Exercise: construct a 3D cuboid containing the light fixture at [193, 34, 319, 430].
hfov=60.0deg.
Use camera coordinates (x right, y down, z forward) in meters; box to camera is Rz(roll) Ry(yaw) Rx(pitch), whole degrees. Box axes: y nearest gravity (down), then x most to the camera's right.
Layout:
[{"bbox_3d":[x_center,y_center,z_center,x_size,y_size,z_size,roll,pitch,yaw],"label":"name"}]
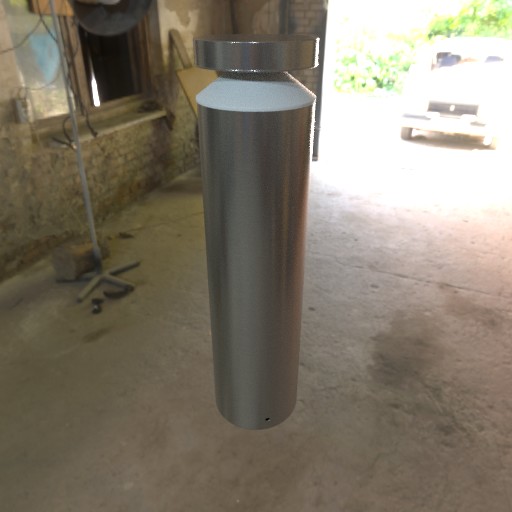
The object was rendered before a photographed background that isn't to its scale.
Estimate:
[{"bbox_3d":[0.000,0.000,0.452,0.102,0.400,0.102,-7,30,-13],"label":"light fixture"}]
